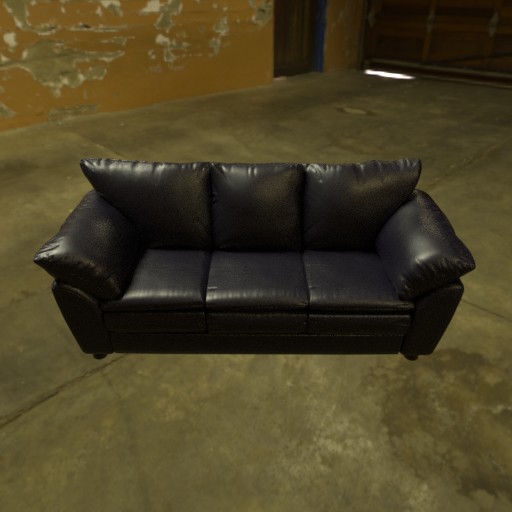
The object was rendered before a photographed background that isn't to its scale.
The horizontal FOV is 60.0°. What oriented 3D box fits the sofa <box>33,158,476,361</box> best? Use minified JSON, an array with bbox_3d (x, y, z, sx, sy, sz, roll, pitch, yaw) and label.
[{"bbox_3d":[0.000,0.000,2.764,2.336,1.073,0.880,0,30,0],"label":"sofa"}]
